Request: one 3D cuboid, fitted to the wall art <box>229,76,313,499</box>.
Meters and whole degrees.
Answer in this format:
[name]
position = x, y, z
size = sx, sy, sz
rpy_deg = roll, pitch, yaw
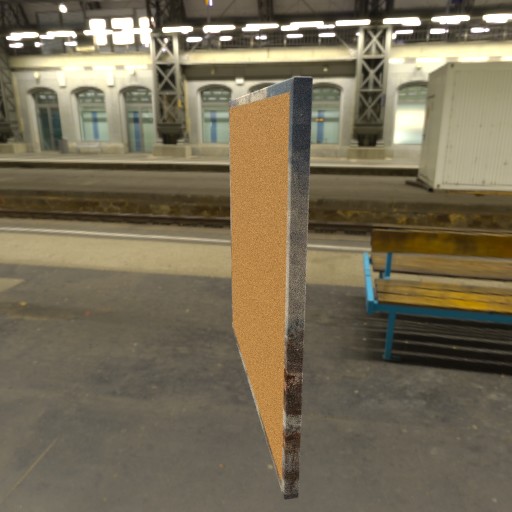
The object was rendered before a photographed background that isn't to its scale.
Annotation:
[wall art]
position = 0.000, 0.000, 1.300
size = 0.035, 0.897, 0.888
rpy_deg = -3, 17, -10
